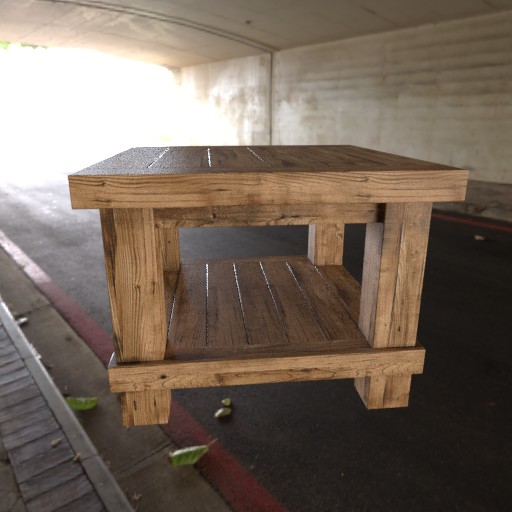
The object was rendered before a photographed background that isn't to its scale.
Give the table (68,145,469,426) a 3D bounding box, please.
[{"bbox_3d":[0.000,0.000,1.024,0.610,0.457,0.610,-2,18,-6],"label":"table"}]
